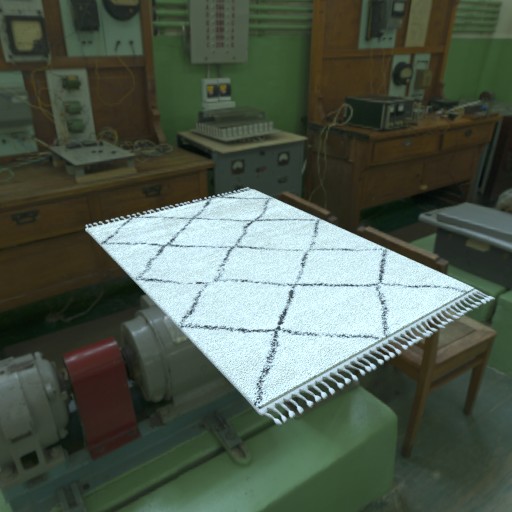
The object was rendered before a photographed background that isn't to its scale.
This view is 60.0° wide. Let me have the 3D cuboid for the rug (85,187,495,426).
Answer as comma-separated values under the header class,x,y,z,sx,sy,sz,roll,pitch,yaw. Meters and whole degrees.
class,x,y,z,sx,sy,sz,roll,pitch,yaw
rug,0.000,0.000,2.809,1.494,0.031,2.307,-18,32,-32
